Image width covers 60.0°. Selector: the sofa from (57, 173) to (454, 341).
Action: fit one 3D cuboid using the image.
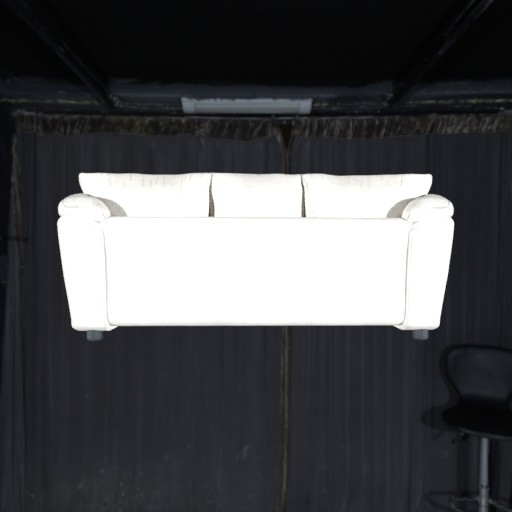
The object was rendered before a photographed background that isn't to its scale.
[{"bbox_3d":[0.000,0.000,2.905,2.334,0.996,0.878,0,0,-1],"label":"sofa"}]
